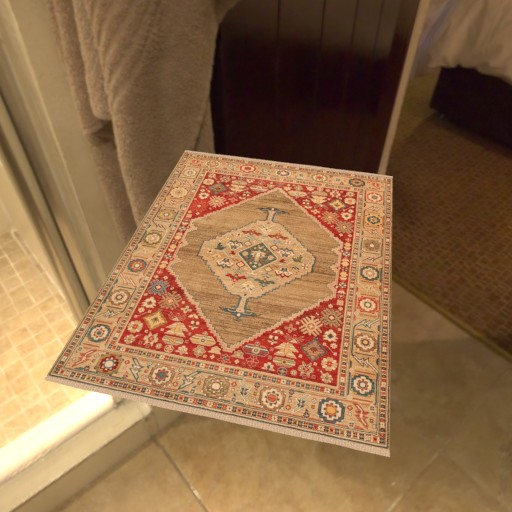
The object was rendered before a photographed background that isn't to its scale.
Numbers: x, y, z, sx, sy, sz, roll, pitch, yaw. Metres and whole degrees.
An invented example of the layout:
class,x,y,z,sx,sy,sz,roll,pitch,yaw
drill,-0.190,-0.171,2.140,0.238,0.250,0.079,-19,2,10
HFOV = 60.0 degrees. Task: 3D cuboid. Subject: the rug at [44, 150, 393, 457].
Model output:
class,x,y,z,sx,sy,sz,roll,pitch,yaw
rug,0.000,0.000,4.085,2.451,0.008,3.143,9,46,9
